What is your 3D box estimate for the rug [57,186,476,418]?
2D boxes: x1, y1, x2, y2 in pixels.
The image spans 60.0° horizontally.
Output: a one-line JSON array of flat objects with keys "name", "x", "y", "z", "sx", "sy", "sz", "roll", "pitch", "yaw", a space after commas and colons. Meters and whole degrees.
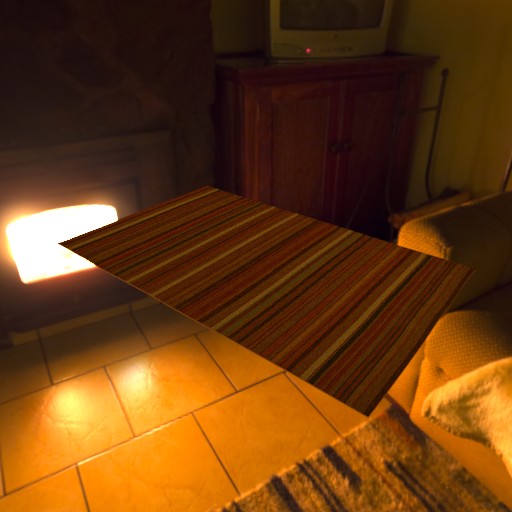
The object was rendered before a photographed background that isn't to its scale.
[{"name": "rug", "x": 0.000, "y": 0.000, "z": 3.006, "sx": 2.438, "sy": 0.008, "sz": 1.523, "roll": 22, "pitch": 36, "yaw": 33}]
